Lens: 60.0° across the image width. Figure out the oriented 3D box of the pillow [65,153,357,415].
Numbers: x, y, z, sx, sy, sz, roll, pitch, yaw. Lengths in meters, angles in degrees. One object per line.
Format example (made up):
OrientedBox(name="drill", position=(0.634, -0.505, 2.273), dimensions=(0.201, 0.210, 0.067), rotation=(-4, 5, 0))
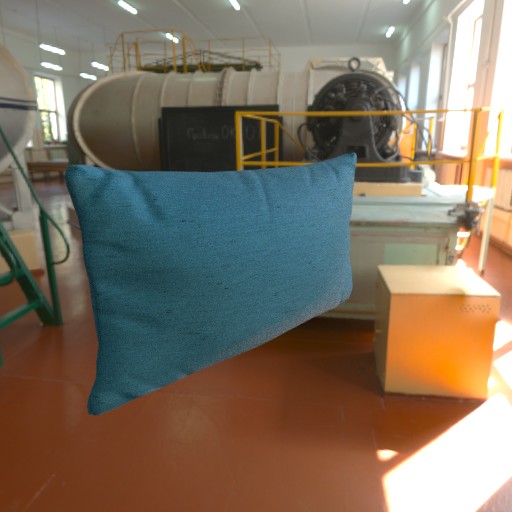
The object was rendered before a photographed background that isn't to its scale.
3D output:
OrientedBox(name="pillow", position=(0.000, 0.000, 0.774), dimensions=(0.210, 0.338, 0.633), rotation=(14, 20, 42))
